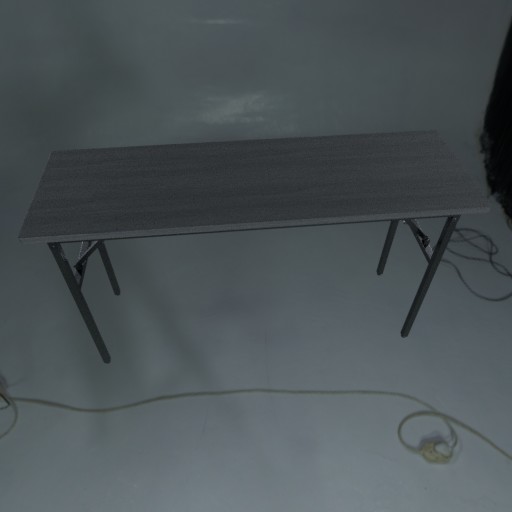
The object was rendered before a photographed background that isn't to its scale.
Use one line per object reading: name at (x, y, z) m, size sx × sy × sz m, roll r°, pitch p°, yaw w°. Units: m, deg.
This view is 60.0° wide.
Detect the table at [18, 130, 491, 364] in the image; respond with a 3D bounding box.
table at (0.000, 0.000, 1.721) m, size 1.399 × 0.750 × 0.449 m, roll -4°, pitch 46°, yaw -4°
